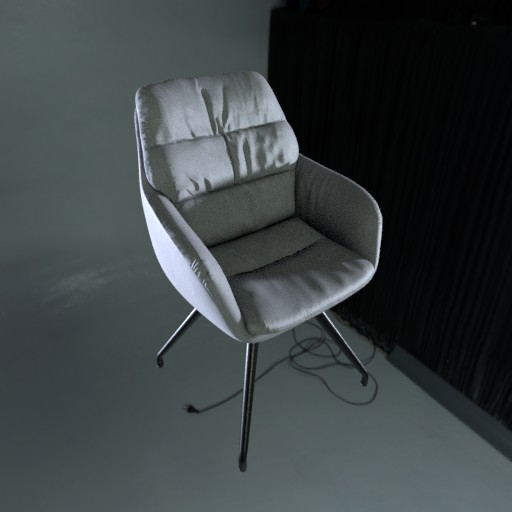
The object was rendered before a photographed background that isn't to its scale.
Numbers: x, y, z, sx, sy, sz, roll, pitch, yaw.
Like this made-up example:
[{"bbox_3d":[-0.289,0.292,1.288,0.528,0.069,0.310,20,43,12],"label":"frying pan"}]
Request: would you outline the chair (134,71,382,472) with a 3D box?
[{"bbox_3d":[0.000,0.000,1.237,0.579,0.888,0.569,-22,37,-31],"label":"chair"}]
